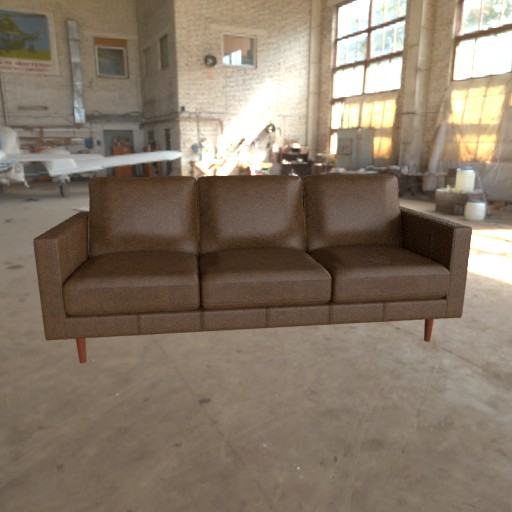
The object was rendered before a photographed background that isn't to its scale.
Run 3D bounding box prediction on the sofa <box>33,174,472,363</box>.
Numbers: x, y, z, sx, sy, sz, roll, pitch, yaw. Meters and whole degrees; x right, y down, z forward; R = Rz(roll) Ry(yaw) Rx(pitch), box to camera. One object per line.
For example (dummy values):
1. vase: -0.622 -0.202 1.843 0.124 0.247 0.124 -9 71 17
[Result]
1. sofa: 0.000 0.000 2.674 2.231 0.930 0.903 -2 14 -8
